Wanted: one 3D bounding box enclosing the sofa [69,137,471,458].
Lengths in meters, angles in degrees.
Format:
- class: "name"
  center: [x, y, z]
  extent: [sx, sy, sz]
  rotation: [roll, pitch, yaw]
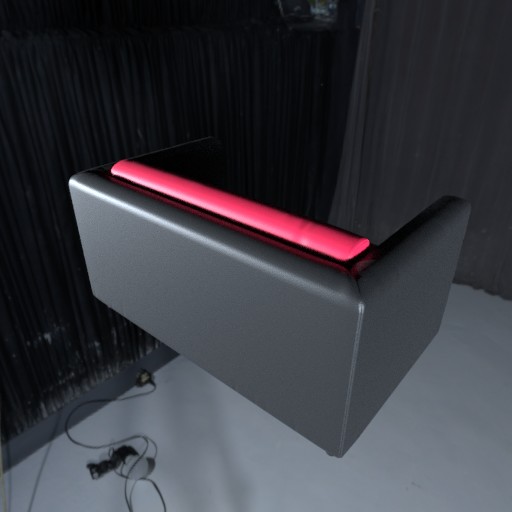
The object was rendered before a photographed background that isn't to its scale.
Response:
- class: "sofa"
  center: [0.000, 0.000, 1.914]
  extent: [1.410, 0.735, 0.845]
  rotation: [23, 37, 34]
